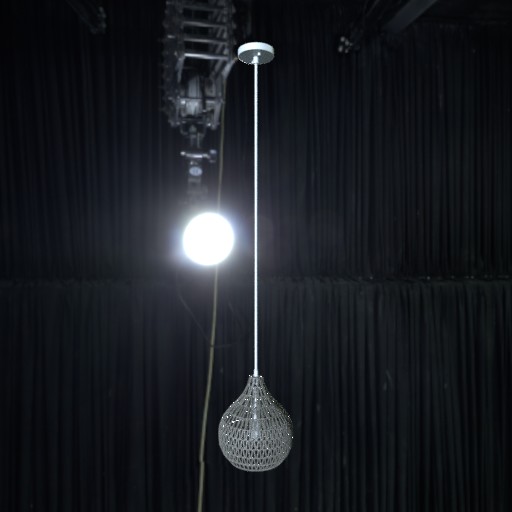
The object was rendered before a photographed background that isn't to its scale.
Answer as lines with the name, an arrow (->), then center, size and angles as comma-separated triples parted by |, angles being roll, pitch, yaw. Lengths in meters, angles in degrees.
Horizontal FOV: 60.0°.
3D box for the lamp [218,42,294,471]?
lamp -> 0.000, 0.000, 2.086 | 0.355, 1.919, 0.355 | 0, 1, -18
